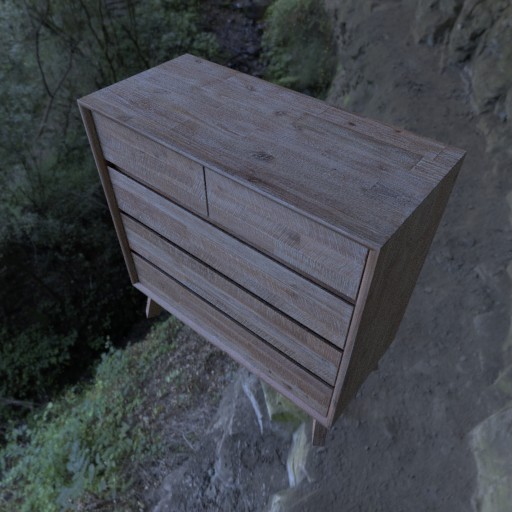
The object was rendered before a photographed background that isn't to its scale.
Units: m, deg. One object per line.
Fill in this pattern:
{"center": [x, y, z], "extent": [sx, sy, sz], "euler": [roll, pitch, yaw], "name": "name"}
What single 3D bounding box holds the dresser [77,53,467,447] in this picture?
{"center": [0.000, 0.000, 1.575], "extent": [0.998, 1.029, 0.455], "euler": [30, 53, 26], "name": "dresser"}
